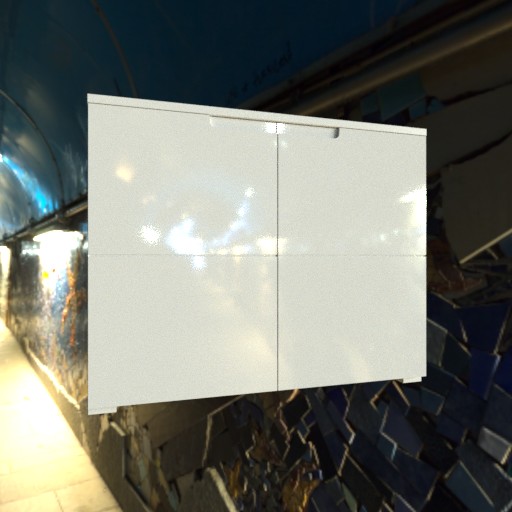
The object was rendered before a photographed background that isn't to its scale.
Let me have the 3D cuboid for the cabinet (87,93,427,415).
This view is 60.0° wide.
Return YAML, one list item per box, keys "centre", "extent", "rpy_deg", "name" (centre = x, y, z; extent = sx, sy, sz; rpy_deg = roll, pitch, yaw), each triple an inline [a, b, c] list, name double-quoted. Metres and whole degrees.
- centre: [0.000, 0.000, 1.433]
  extent: [1.000, 0.800, 0.400]
  rpy_deg: [0, 0, -18]
  name: "cabinet"
